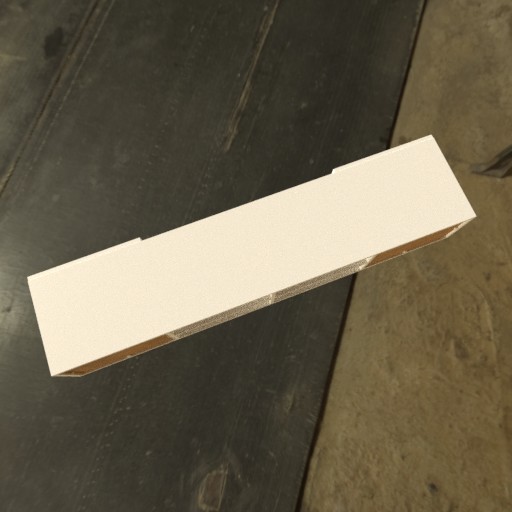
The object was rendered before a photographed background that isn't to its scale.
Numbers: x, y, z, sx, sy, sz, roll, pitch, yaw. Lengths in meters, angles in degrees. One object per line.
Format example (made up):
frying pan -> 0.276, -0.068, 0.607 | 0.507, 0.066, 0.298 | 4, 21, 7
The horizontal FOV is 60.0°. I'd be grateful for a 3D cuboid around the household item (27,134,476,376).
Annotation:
household item -> 0.000, 0.000, 2.001 | 1.850, 0.310, 0.420 | -20, 76, -5
